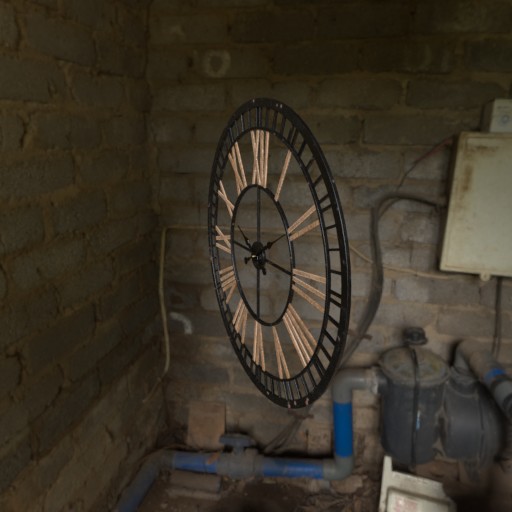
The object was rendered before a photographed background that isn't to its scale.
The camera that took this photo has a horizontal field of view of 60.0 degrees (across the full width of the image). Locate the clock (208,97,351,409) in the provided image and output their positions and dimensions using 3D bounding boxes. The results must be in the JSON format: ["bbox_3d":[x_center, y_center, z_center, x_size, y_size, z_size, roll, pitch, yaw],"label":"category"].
[{"bbox_3d":[0.000,0.000,1.251,0.025,0.843,0.843,-7,17,-24],"label":"clock"}]
